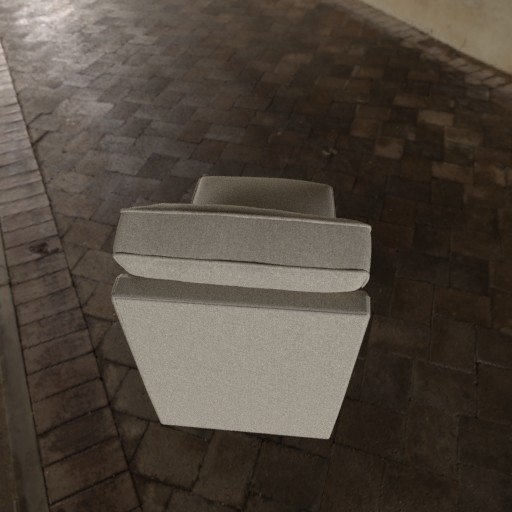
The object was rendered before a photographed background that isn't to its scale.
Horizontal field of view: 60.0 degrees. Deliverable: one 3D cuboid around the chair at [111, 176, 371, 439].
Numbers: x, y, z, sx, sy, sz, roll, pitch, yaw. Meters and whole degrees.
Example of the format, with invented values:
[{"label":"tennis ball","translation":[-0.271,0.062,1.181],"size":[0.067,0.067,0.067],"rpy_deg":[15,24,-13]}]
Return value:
[{"label":"chair","translation":[0.000,0.000,1.704],"size":[0.674,1.058,1.020],"rpy_deg":[4,47,4]}]
